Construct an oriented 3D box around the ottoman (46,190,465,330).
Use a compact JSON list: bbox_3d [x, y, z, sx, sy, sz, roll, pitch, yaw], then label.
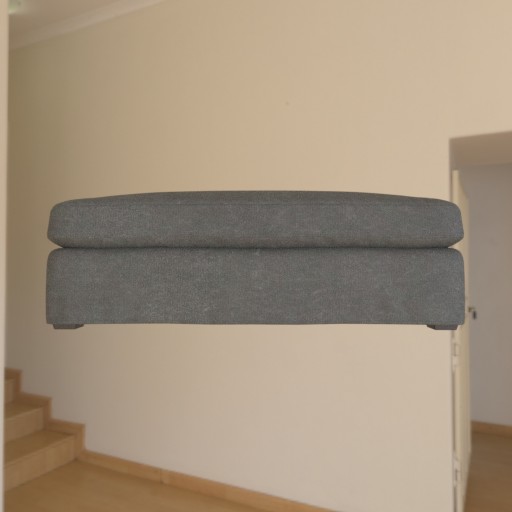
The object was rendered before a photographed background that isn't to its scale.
[{"bbox_3d":[0.000,0.000,1.626,1.199,0.429,0.840,0,-1,1],"label":"ottoman"}]
